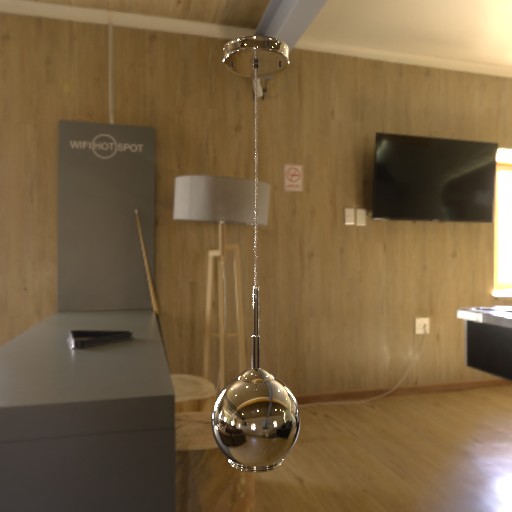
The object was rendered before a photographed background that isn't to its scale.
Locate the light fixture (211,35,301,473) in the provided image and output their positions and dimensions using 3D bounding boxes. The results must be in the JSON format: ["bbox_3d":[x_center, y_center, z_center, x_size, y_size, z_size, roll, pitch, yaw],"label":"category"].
[{"bbox_3d":[0.000,0.000,1.670,0.336,1.538,0.336,0,0,0],"label":"light fixture"}]
